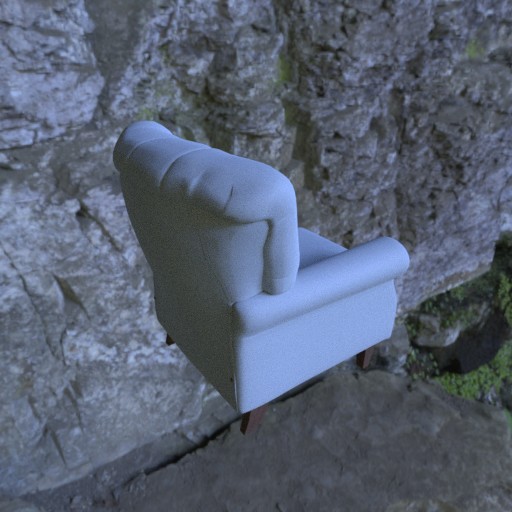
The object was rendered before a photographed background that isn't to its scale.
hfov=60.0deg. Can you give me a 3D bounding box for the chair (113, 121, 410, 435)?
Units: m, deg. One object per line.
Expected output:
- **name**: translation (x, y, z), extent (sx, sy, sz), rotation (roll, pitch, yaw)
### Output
- **chair**: translation (0.000, 0.000, 2.113), extent (1.128, 1.217, 1.090), rotation (-18, 32, -31)
